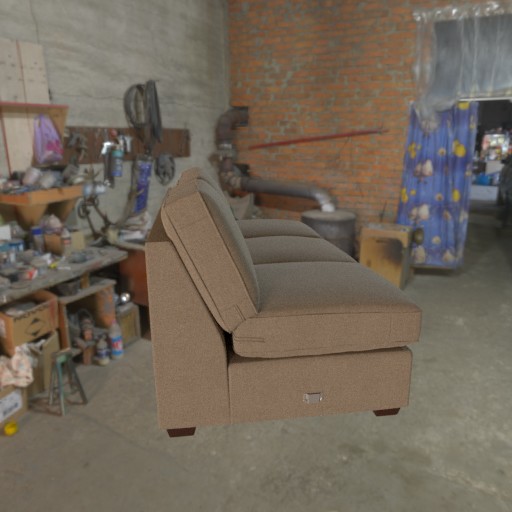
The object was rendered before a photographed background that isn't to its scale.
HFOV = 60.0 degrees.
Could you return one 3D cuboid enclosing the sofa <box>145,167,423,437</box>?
[{"bbox_3d":[0.000,0.000,2.724,1.127,1.036,2.092,-2,14,-8],"label":"sofa"}]
